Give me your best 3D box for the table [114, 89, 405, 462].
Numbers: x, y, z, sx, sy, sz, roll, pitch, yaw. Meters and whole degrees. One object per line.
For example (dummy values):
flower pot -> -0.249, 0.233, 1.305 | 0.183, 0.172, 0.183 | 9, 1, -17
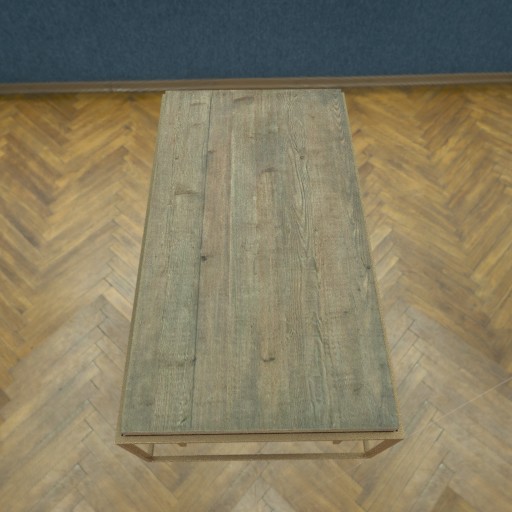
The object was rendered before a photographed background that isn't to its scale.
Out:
table -> 0.000, 0.000, 1.705 | 0.775, 0.468, 1.387 | -1, 59, 0
